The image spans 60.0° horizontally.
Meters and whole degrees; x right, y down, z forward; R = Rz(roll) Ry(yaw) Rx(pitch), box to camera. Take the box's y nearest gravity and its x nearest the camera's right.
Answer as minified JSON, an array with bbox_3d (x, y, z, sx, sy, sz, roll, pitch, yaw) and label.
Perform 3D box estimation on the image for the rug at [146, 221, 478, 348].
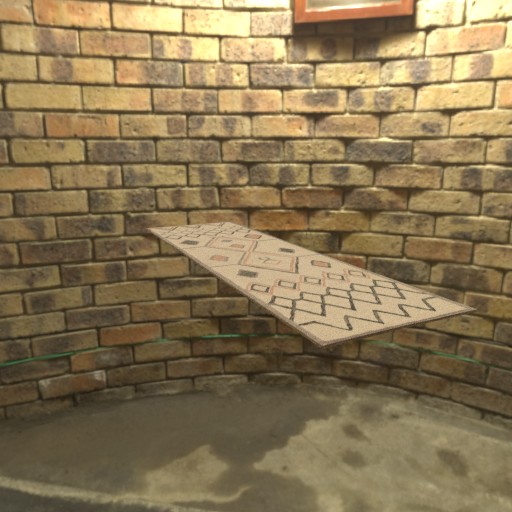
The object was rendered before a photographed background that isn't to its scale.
[{"bbox_3d":[0.000,0.000,2.652,0.750,0.011,2.435,-7,15,-26],"label":"rug"}]
